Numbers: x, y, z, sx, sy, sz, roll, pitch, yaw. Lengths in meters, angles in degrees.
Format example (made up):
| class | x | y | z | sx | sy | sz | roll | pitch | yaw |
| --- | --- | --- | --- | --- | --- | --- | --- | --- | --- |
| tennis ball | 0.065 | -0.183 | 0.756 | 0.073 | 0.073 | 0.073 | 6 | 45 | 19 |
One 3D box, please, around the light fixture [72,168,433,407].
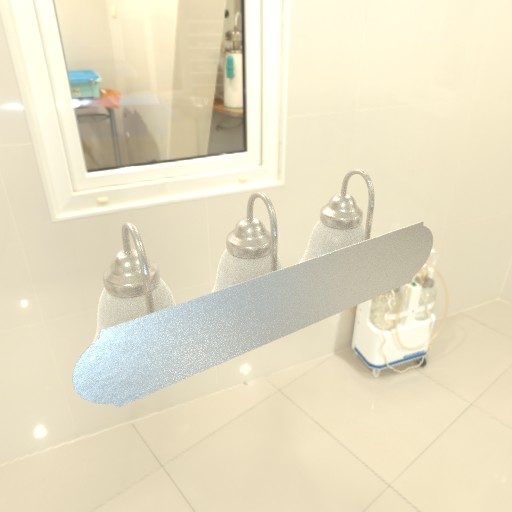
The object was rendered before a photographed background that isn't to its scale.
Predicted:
| class | x | y | z | sx | sy | sz | roll | pitch | yaw |
| --- | --- | --- | --- | --- | --- | --- | --- | --- | --- |
| light fixture | 0.000 | 0.000 | 0.697 | 0.610 | 0.222 | 0.199 | -17 | 34 | -28 |
